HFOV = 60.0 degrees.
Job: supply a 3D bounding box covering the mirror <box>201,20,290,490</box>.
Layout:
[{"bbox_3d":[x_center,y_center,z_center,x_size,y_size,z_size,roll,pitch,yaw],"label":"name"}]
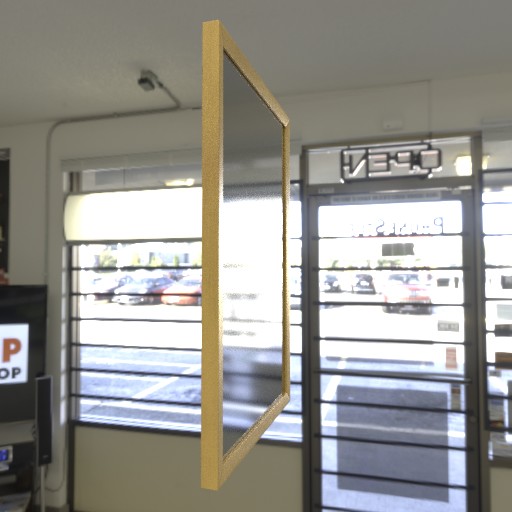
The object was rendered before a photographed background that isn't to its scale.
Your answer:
[{"bbox_3d":[0.000,0.000,1.156,0.040,0.915,0.609,-1,-2,18],"label":"mirror"}]
